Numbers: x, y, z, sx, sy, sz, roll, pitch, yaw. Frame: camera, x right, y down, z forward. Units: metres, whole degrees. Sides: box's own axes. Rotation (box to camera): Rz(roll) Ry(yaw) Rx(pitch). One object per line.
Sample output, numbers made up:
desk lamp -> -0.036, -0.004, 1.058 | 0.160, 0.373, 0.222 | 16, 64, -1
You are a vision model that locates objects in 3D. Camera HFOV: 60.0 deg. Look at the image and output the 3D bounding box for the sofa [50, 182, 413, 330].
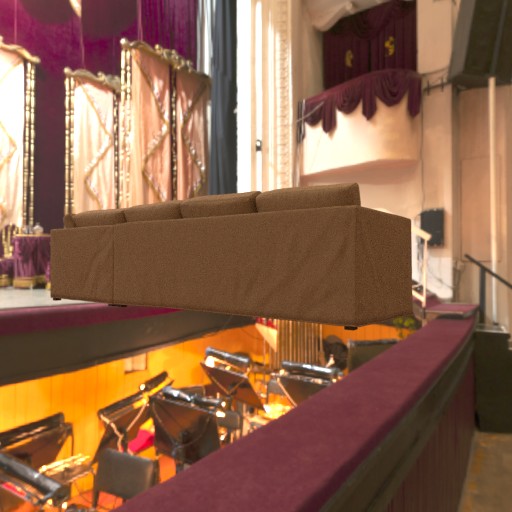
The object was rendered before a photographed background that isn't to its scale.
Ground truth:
sofa -> 0.000, 0.000, 4.291 | 3.182, 0.871, 2.432 | 0, -1, 37
